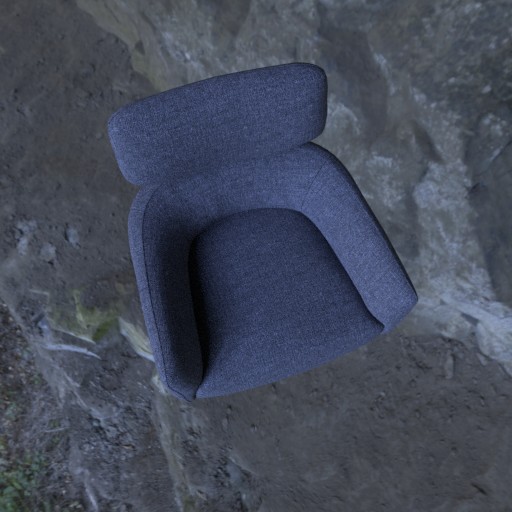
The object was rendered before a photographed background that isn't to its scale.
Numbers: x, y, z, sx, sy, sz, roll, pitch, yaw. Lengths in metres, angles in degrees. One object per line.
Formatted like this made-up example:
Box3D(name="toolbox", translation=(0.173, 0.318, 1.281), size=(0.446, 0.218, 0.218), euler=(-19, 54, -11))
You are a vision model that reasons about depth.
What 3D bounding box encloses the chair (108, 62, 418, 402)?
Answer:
Box3D(name="chair", translation=(0.000, 0.000, 1.350), size=(0.706, 0.812, 0.715), euler=(-17, 65, -8))
